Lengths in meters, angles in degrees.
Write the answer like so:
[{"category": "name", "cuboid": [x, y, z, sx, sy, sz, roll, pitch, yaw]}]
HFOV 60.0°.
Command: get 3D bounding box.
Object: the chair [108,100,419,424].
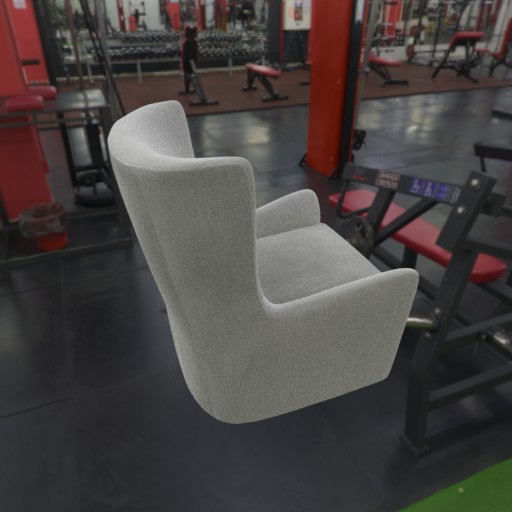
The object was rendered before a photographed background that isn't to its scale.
[{"category": "chair", "cuboid": [0.000, 0.000, 1.635, 0.904, 1.000, 0.779, -10, 31, -17]}]
